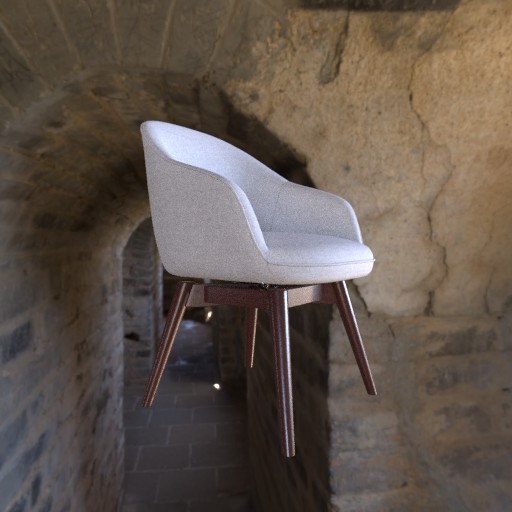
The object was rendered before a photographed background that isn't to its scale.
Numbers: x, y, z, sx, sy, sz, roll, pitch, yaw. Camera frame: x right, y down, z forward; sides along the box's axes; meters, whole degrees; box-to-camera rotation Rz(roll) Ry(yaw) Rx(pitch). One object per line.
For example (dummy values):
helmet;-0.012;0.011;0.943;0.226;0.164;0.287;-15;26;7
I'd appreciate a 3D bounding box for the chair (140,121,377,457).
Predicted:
chair;0.000;0.000;1.271;0.635;0.823;0.596;2;3;37
